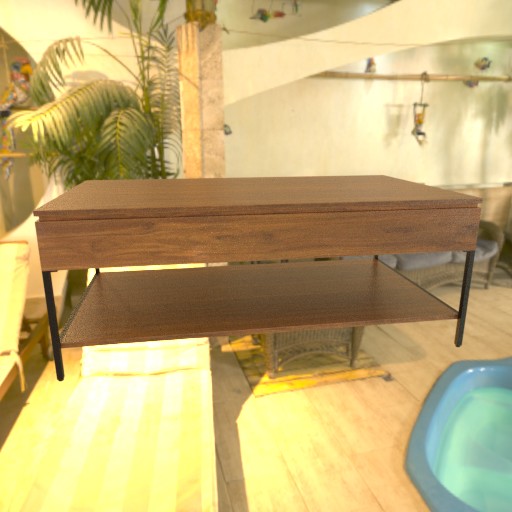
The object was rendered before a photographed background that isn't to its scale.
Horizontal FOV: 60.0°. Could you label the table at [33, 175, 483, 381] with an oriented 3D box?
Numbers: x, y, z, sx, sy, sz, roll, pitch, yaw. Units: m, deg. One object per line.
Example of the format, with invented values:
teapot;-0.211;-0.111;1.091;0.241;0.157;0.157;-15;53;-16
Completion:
table;0.000;0.000;1.354;1.057;0.414;0.574;-3;16;-9
